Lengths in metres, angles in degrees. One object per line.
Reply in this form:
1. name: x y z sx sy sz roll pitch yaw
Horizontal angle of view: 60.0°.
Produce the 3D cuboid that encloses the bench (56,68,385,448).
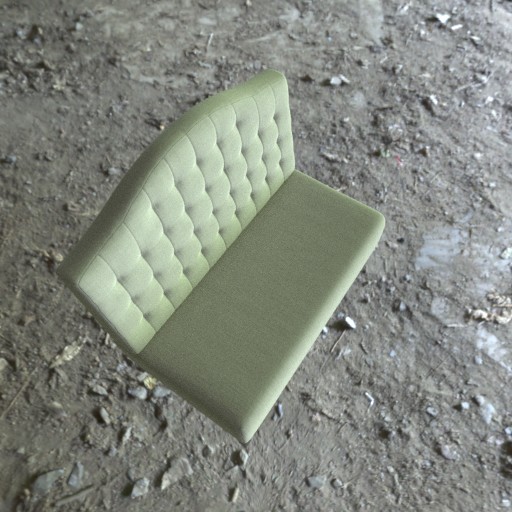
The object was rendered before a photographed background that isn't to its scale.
1. bench: 0.000 0.000 2.063 0.815 1.180 1.335 31 64 17
